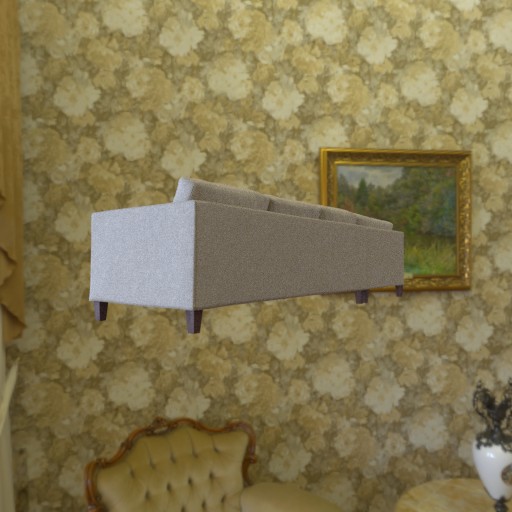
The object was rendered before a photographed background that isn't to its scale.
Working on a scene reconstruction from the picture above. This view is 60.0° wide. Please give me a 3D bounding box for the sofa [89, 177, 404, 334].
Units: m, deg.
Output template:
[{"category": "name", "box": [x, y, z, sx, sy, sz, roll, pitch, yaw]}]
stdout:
[{"category": "sofa", "box": [0.000, 0.000, 3.980, 1.625, 0.846, 3.186, -1, -1, 37]}]
